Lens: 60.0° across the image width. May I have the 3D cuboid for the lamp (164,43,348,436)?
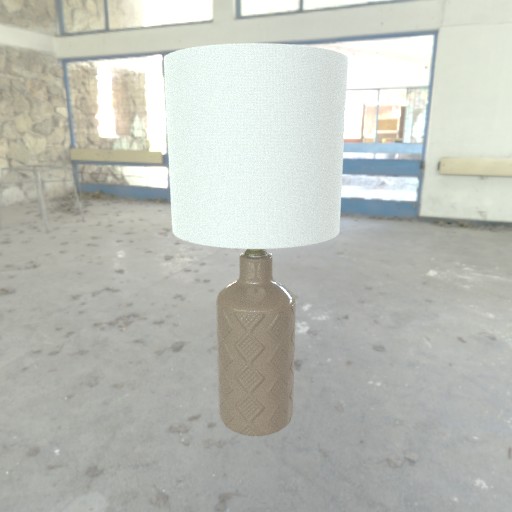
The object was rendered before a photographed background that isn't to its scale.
[{"bbox_3d":[0.000,0.000,0.566,0.207,0.461,0.207,7,17,23],"label":"lamp"}]
